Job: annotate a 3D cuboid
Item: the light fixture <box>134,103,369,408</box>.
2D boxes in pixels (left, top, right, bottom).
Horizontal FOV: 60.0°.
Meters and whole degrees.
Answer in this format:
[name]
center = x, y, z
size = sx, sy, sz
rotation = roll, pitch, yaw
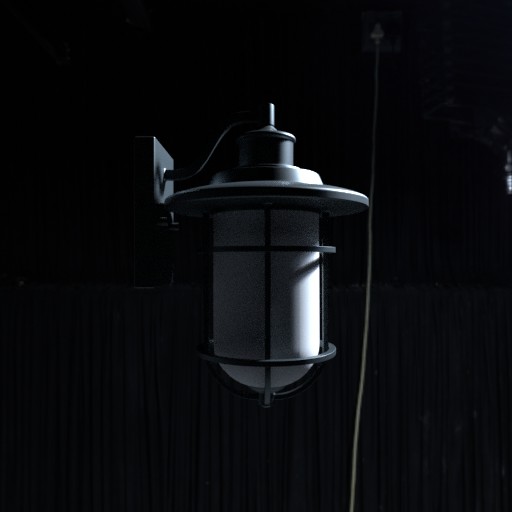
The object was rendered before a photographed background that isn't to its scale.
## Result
[light fixture]
center = 0.000, 0.000, 0.508
size = 0.252, 0.345, 0.222
rotation = 0, -1, 0
